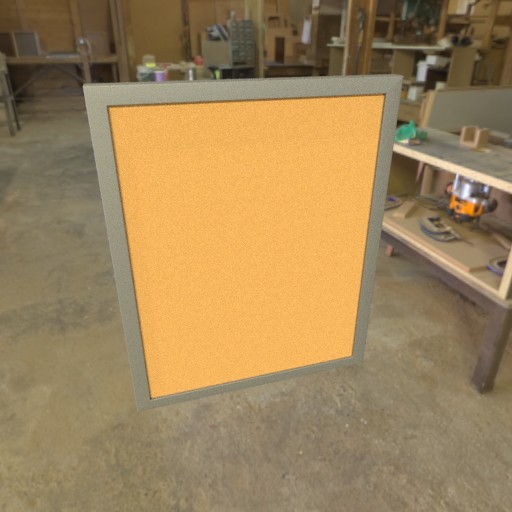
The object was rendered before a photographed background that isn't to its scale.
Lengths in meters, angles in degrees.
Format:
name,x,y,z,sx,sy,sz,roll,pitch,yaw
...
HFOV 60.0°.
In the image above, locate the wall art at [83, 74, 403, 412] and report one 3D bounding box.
name,x,y,z,sx,sy,sz,roll,pitch,yaw
wall art,0.000,0.000,0.750,0.458,0.558,0.029,-8,28,-15
